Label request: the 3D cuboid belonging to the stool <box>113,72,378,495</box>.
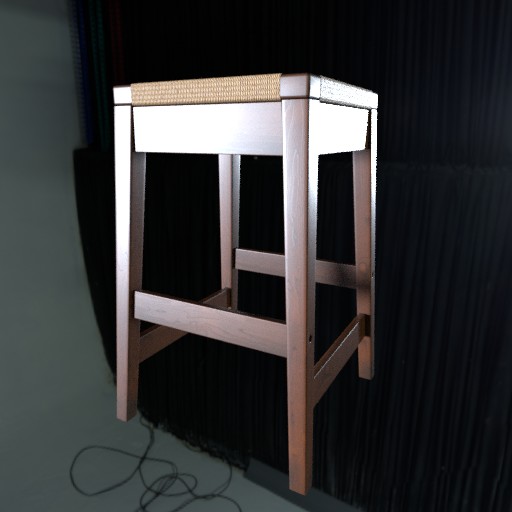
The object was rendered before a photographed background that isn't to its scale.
[{"bbox_3d":[0.000,0.000,1.075,0.497,0.762,0.507,8,18,28],"label":"stool"}]
